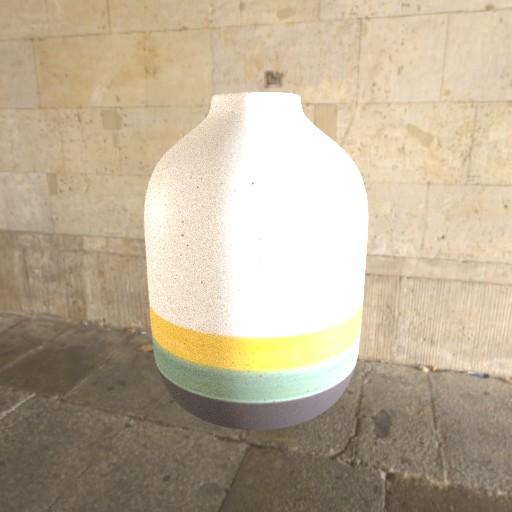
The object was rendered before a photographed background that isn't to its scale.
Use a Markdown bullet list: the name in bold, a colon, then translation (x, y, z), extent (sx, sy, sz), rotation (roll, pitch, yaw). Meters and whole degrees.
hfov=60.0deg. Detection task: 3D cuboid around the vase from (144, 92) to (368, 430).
- **vase**: translation (0.000, 0.000, 0.353), extent (0.169, 0.240, 0.169), rotation (0, 15, 0)
